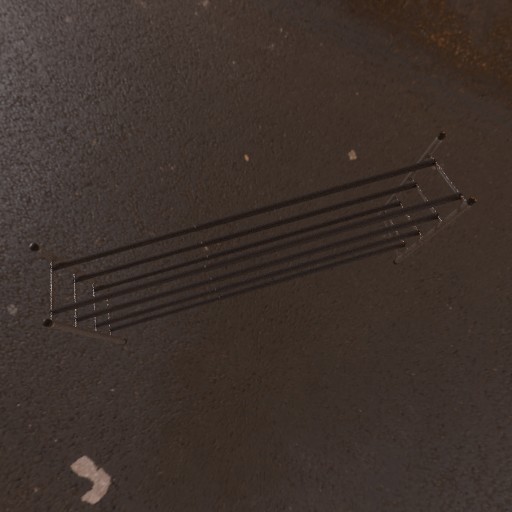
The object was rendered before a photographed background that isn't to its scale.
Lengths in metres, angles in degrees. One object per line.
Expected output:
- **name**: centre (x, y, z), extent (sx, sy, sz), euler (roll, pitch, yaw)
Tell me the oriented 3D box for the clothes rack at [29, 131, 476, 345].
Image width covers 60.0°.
- **clothes rack**: centre (0.000, 0.000, 1.489), extent (1.168, 0.672, 0.229), euler (-16, 76, -4)
